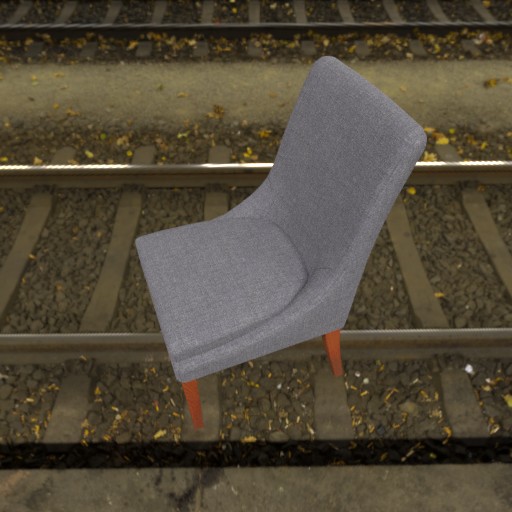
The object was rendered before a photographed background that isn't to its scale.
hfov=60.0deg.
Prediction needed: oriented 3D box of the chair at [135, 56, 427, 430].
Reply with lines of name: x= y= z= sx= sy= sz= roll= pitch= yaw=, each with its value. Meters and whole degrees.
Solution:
chair: x=0.000 y=0.000 z=1.342 sx=0.655 sy=0.952 sz=0.508 roll=-16 pitch=49 yaw=-15
